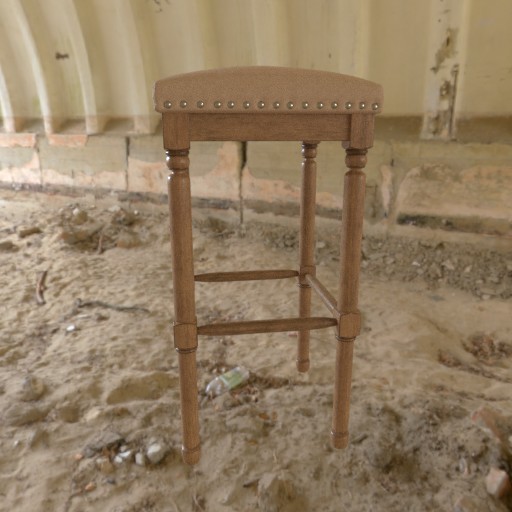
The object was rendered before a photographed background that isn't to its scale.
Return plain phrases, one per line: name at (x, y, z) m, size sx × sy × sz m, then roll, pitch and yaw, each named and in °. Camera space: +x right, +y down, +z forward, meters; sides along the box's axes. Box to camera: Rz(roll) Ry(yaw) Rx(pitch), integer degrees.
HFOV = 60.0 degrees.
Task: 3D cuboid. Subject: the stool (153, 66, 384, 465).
stool at (0.000, 0.000, 0.978) m, size 0.383 × 0.768 × 0.382 m, roll -2°, pitch 16°, yaw -8°
